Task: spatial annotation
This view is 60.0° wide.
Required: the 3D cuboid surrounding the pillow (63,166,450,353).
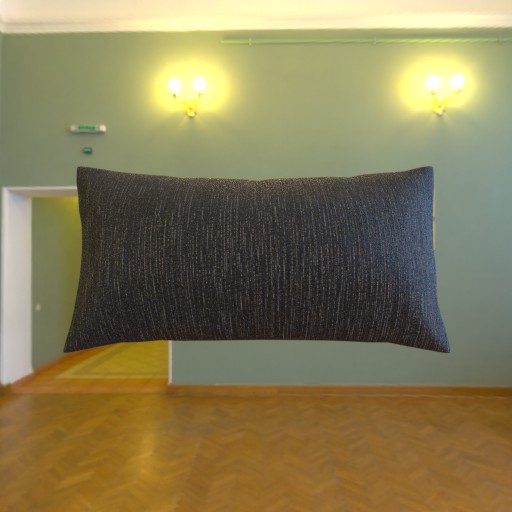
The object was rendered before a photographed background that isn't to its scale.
[{"bbox_3d":[0.000,0.000,0.722,0.608,0.305,0.156,0,-1,0],"label":"pillow"}]
